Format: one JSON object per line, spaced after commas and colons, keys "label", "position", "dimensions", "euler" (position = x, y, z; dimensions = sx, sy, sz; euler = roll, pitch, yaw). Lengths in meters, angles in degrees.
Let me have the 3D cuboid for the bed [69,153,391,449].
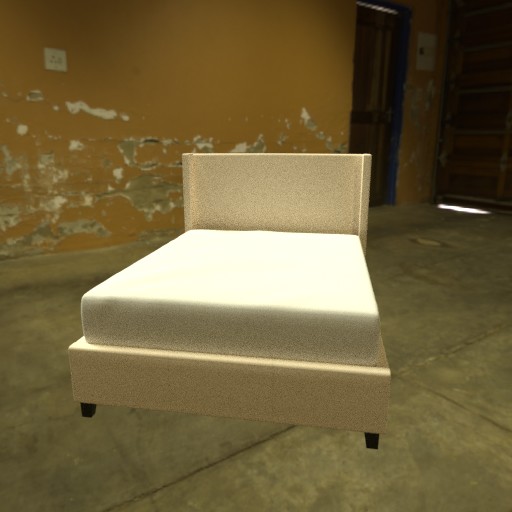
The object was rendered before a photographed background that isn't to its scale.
{"label": "bed", "position": [0.000, 0.000, 3.363], "dimensions": [1.765, 1.471, 2.280], "euler": [2, 14, 10]}
